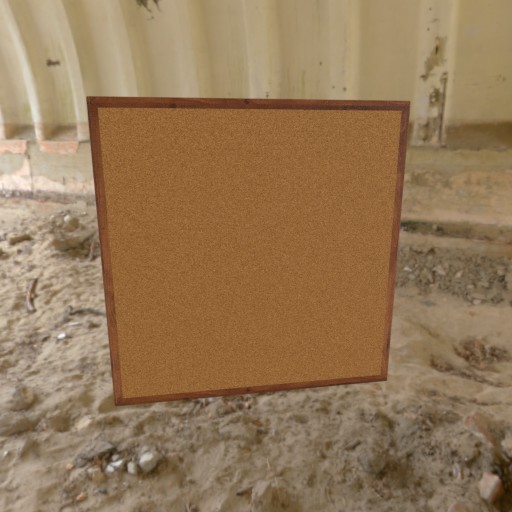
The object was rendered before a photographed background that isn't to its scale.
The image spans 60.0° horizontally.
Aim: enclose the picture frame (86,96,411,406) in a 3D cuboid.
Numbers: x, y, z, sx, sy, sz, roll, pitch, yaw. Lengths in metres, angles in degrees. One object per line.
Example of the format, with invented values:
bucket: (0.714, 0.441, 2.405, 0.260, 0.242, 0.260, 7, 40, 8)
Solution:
picture frame: (0.000, 0.000, 0.533, 0.352, 0.356, 0.028, -2, 15, -9)
